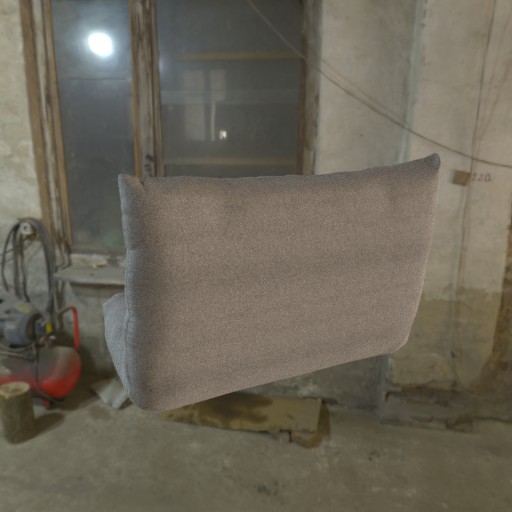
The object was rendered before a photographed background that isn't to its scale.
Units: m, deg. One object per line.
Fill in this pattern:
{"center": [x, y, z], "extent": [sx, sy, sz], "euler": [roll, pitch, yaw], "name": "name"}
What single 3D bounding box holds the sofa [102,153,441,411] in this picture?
{"center": [0.000, 0.000, 1.750], "extent": [1.144, 0.795, 0.847], "euler": [-7, 16, -25], "name": "sofa"}
